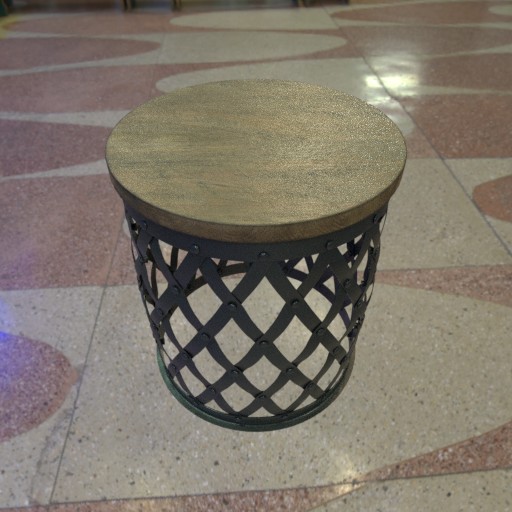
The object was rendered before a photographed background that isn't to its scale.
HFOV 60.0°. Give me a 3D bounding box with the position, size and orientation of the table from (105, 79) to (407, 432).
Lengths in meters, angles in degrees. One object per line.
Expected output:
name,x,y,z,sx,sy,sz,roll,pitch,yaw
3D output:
table,0.000,0.000,0.763,0.405,0.454,0.405,0,42,0
